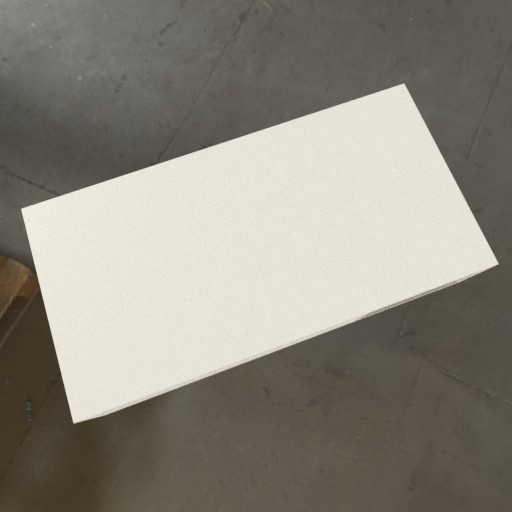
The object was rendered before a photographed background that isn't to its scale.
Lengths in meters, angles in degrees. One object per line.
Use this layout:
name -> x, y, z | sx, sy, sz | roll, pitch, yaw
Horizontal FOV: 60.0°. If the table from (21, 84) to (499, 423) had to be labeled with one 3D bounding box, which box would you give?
table -> 0.000, 0.000, 1.443 | 1.194, 0.432, 0.609 | -19, 76, -5
